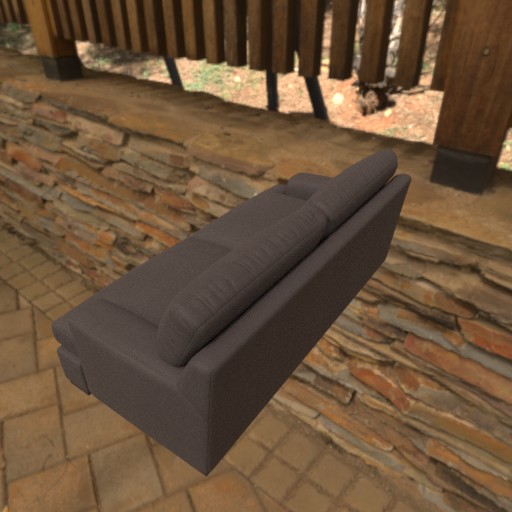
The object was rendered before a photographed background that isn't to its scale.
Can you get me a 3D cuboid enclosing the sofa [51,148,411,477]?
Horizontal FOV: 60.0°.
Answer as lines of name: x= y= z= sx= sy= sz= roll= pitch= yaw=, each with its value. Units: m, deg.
sofa: x=0.000 y=0.000 z=2.754 sx=1.140 sy=0.950 sz=2.271 roll=21 pitch=38 yaw=29
